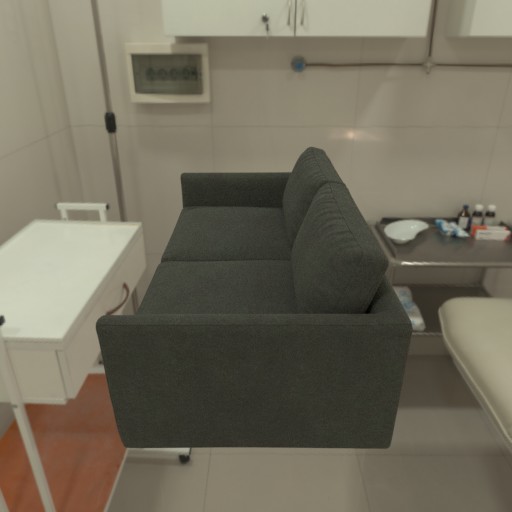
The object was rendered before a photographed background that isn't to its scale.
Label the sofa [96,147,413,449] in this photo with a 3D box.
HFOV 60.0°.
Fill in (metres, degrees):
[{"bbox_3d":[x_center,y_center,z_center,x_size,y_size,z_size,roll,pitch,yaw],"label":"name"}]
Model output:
[{"bbox_3d":[0.000,0.000,2.437,1.091,0.845,1.909,0,26,0],"label":"sofa"}]
